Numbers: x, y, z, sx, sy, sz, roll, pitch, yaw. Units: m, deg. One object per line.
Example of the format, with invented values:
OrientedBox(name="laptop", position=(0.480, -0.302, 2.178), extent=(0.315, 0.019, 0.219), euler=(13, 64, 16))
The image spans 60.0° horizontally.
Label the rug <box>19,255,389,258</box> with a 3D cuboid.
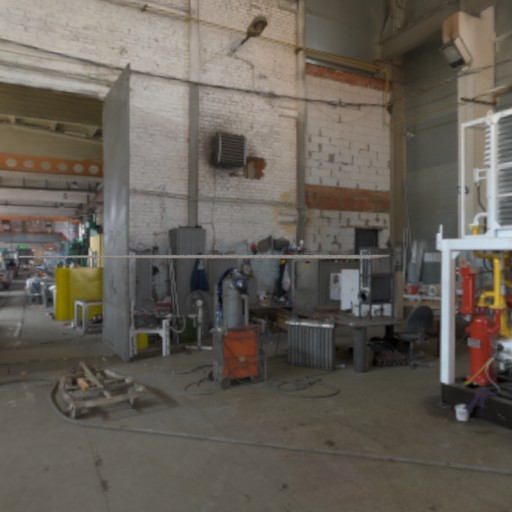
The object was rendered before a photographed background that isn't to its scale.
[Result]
OrientedBox(name="rug", position=(0.000, 0.000, 2.877), extent=(1.600, 0.008, 2.235), euler=(0, 0, 18))
